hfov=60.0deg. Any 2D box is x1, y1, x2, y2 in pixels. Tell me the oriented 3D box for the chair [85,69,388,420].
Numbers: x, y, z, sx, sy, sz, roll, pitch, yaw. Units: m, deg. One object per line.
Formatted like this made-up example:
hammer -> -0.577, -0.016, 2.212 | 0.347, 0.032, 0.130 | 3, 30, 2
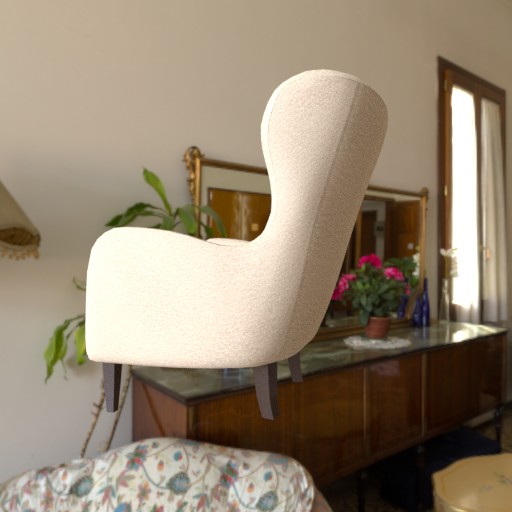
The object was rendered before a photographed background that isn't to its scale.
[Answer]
chair -> 0.000, 0.000, 1.718 | 0.984, 1.064, 0.861 | 0, 0, 16
